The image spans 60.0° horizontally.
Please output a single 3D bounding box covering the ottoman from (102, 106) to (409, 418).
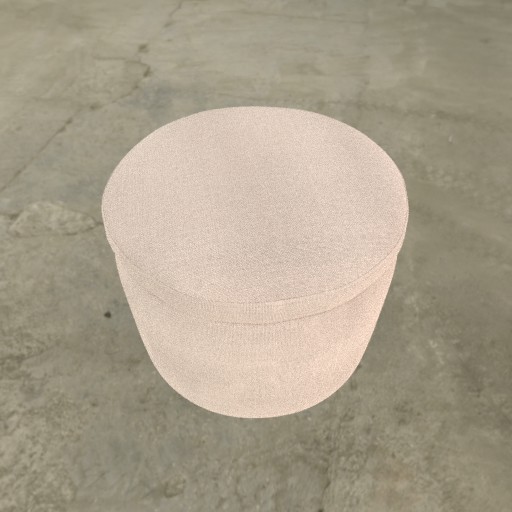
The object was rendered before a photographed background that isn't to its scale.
[{"bbox_3d":[0.000,0.000,0.848,0.497,0.409,0.497,0,47,0],"label":"ottoman"}]
